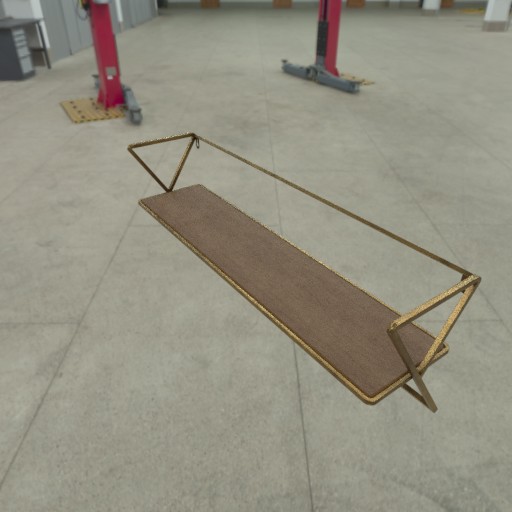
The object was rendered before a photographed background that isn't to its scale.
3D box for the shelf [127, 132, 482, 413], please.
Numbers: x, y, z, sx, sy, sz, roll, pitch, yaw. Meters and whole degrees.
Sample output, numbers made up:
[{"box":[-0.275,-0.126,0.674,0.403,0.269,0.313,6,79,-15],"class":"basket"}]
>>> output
[{"box":[0.000,0.000,0.731,0.150,0.229,0.645,-21,38,-30],"class":"shelf"}]
